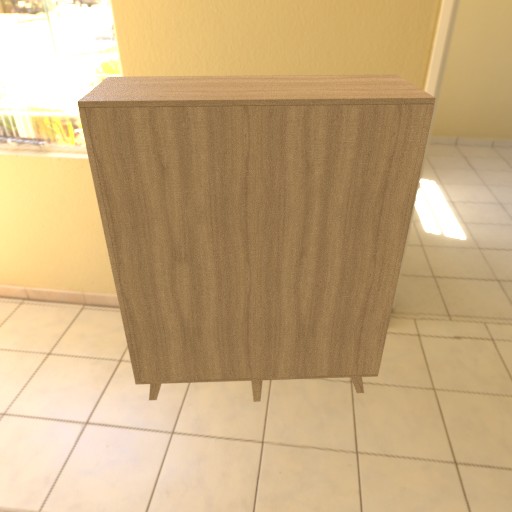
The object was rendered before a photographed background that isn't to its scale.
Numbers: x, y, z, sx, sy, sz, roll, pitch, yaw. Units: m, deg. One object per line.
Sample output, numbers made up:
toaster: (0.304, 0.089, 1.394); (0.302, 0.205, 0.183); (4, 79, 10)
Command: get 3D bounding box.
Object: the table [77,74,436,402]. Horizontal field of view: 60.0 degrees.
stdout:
table: (0.000, 0.000, 1.904); (1.111, 1.388, 0.398); (-1, 32, -2)
